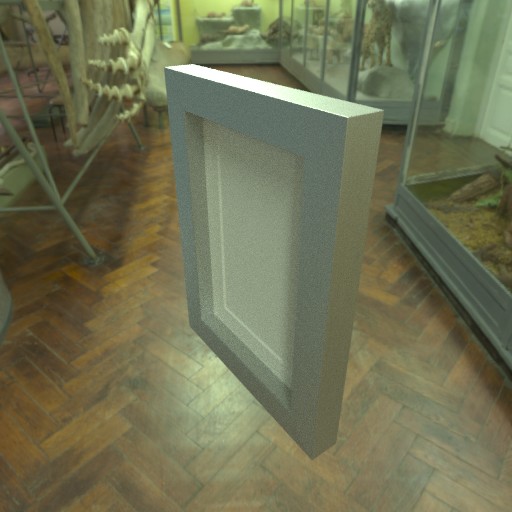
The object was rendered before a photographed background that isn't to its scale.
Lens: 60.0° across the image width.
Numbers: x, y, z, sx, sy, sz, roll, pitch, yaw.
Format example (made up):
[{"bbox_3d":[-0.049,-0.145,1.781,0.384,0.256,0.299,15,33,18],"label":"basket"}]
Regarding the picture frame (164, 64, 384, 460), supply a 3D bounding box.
[{"bbox_3d":[0.000,0.000,0.282,0.028,0.208,0.157,-20,36,-30],"label":"picture frame"}]
